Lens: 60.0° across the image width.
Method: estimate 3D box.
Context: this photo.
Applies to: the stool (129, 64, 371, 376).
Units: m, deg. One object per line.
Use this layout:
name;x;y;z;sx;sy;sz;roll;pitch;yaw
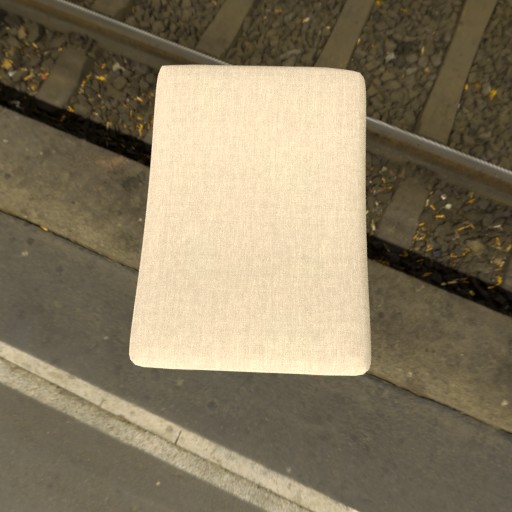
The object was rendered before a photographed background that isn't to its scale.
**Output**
stool;0.000;0.000;0.963;0.356;0.660;0.508;2;77;1
